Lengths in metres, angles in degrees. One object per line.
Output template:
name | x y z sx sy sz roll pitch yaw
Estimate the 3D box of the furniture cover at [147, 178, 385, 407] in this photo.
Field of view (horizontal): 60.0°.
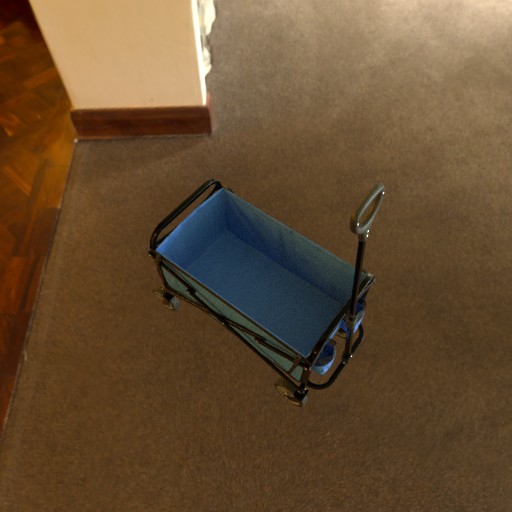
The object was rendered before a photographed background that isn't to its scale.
furniture cover | 0.000 0.000 1.814 1.038 1.295 0.532 33 63 19
